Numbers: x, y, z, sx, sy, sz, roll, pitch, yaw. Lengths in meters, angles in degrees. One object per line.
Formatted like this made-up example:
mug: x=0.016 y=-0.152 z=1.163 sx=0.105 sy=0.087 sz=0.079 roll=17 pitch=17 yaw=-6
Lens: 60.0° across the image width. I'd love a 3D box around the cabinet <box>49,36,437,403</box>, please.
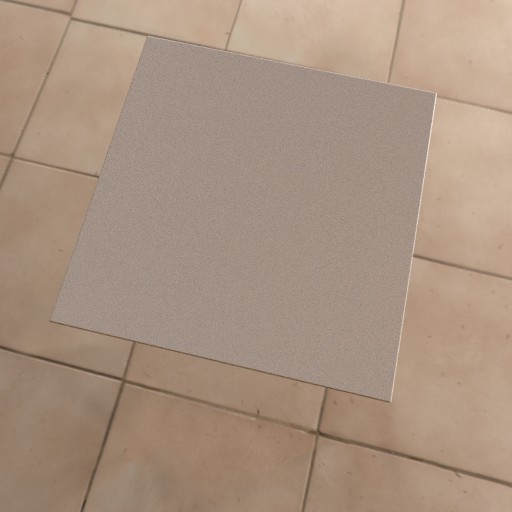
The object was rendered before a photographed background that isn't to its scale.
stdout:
cabinet: x=0.000 y=0.000 z=1.124 sx=0.544 sy=0.775 sz=0.547 roll=13 pitch=76 yaw=3
